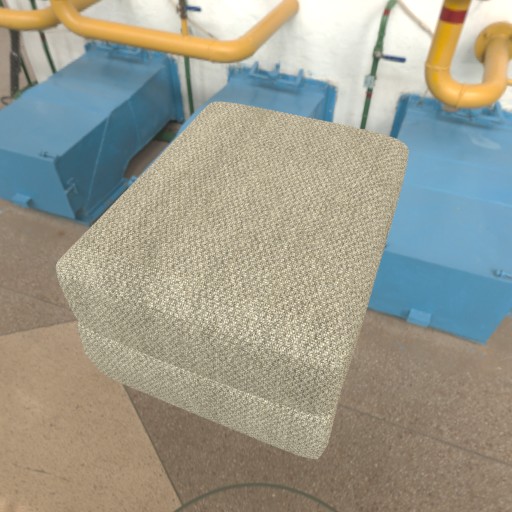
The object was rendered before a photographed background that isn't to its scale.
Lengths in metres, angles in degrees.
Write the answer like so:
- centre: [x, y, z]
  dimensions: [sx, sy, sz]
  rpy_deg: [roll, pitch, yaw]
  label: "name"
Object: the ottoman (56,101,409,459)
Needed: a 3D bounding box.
- centre: [0.000, 0.000, 1.136]
  dimensions: [0.603, 0.476, 0.751]
  rpy_deg: [17, 49, 15]
  label: "ottoman"
